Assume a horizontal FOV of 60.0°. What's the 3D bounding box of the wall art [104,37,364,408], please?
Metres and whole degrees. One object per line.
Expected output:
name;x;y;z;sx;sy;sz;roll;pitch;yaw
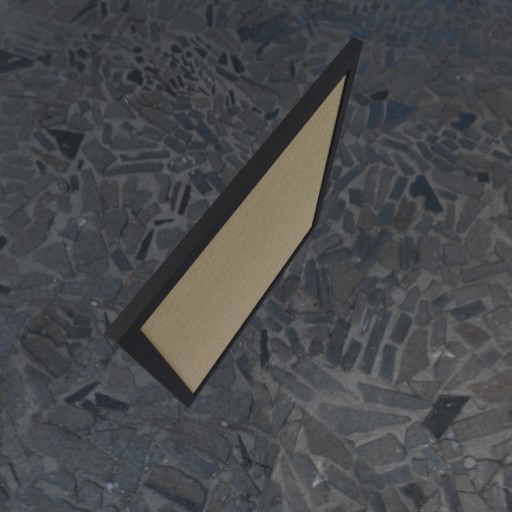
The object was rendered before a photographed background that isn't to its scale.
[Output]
wall art;0.000;0.000;0.528;0.012;0.357;0.358;31;68;14
